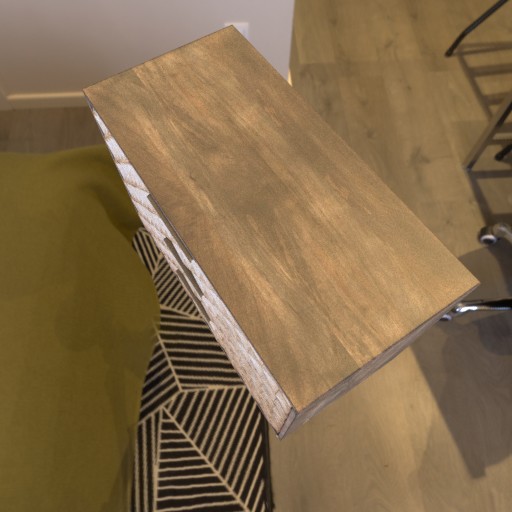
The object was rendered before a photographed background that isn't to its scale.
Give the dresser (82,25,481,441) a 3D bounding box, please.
[{"bbox_3d":[0.000,0.000,1.347,0.453,0.801,0.923,-31,67,-14],"label":"dresser"}]
